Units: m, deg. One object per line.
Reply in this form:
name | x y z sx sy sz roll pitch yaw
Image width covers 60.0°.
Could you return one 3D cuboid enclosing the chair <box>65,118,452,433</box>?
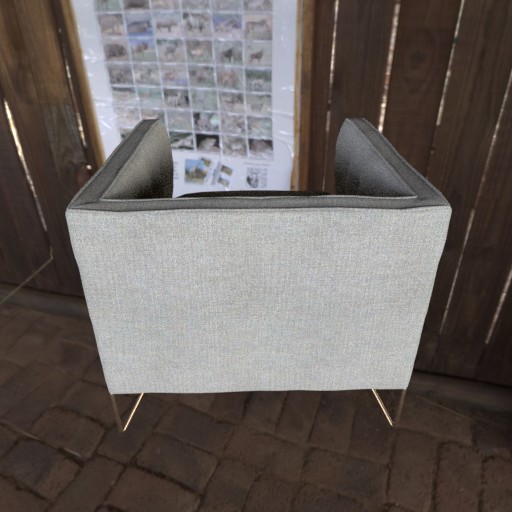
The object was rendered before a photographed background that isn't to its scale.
chair | 0.000 0.000 1.590 0.920 0.799 0.912 -1 31 -1
